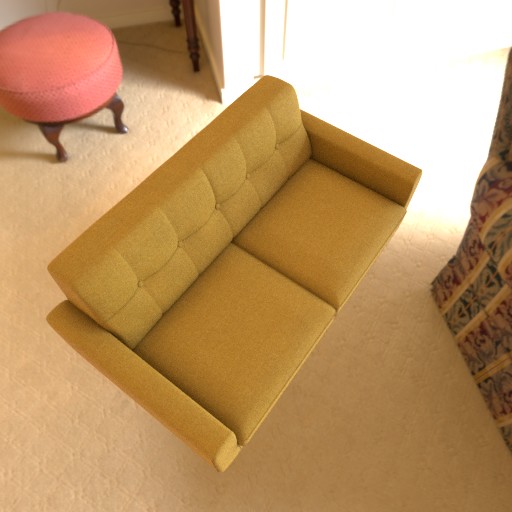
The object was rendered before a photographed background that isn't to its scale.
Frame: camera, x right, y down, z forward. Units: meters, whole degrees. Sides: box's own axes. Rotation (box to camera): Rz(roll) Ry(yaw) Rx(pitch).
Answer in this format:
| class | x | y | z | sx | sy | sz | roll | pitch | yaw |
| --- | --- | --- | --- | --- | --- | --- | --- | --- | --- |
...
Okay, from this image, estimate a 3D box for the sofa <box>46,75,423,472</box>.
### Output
| class | x | y | z | sx | sy | sz | roll | pitch | yaw |
| --- | --- | --- | --- | --- | --- | --- | --- | --- | --- |
| sofa | 0.000 | 0.000 | 2.087 | 0.909 | 0.841 | 1.631 | 32 | 64 | 18 |
